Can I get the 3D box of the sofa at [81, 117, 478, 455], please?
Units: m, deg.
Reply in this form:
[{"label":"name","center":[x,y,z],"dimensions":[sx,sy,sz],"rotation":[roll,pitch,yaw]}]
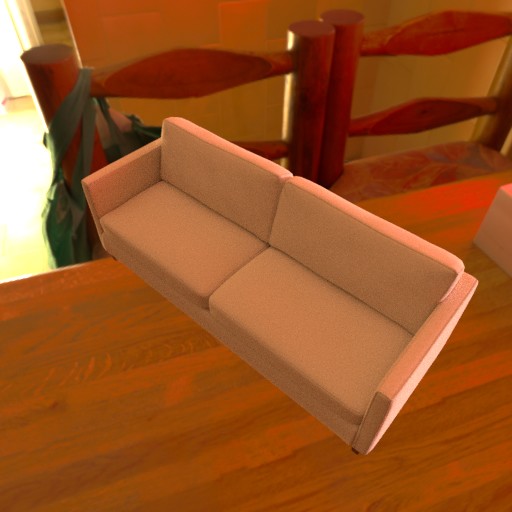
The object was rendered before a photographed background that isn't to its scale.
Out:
[{"label":"sofa","center":[0.000,0.000,2.831],"dimensions":[2.361,0.962,0.951],"rotation":[33,55,27]}]
